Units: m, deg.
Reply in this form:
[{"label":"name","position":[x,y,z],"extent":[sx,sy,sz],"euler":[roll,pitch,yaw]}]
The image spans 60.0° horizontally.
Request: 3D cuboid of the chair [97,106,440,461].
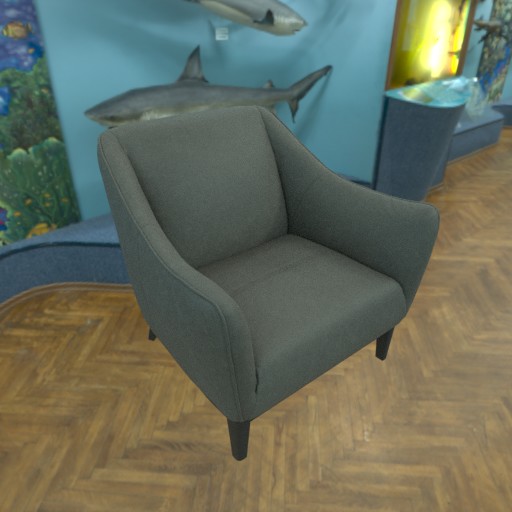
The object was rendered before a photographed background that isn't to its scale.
[{"label":"chair","position":[0.000,0.000,1.540],"extent":[0.871,0.830,0.852],"euler":[-22,37,-33]}]
